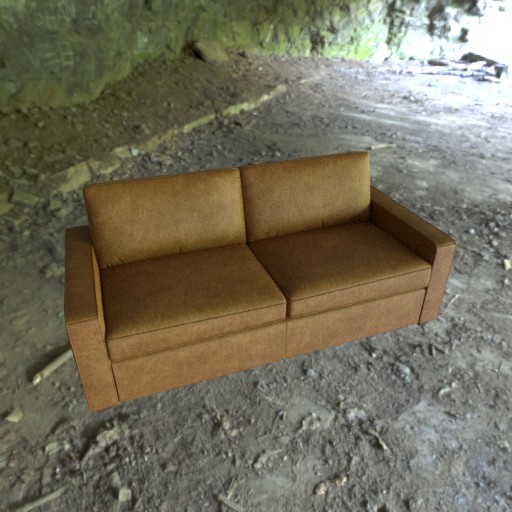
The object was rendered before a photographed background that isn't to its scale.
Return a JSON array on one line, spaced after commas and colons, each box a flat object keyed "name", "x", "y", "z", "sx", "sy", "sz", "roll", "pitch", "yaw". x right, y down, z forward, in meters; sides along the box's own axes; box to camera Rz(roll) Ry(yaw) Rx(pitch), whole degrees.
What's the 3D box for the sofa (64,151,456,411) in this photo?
[{"name": "sofa", "x": 0.000, "y": 0.000, "z": 2.661, "sx": 2.156, "sy": 0.928, "sz": 0.991, "roll": -11, "pitch": 33, "yaw": -17}]
